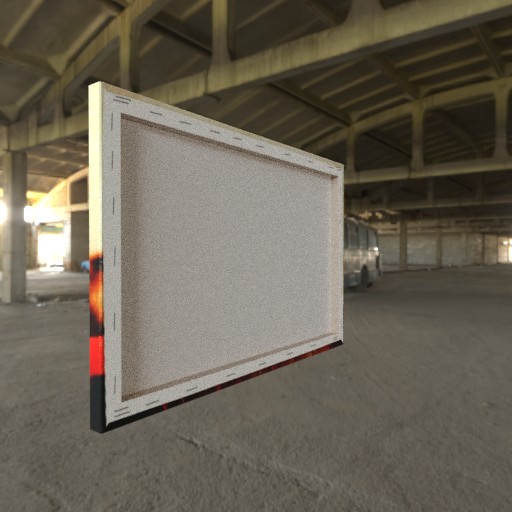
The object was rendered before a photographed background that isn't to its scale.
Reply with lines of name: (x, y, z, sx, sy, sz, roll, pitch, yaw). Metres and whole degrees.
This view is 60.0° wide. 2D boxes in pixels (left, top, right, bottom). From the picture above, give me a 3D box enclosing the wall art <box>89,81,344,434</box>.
wall art: (0.000, 0.000, 1.129, 0.038, 0.602, 0.918, 0, 1, 37)
